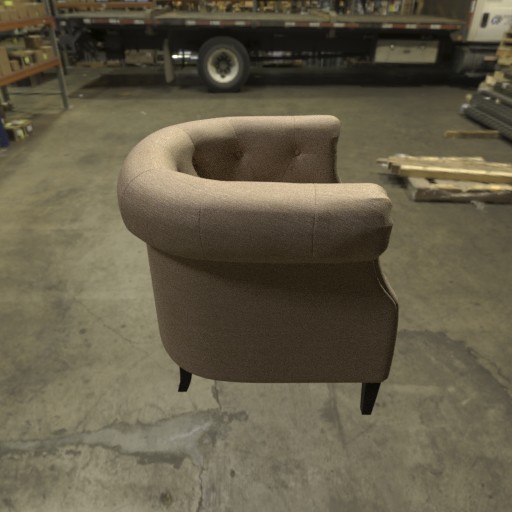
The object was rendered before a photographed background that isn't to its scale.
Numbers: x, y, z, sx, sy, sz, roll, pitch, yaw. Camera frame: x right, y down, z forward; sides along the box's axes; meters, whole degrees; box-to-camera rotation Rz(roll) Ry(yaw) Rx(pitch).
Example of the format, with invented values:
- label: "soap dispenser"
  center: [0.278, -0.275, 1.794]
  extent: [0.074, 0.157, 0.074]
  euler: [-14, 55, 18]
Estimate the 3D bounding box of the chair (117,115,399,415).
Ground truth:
- label: "chair"
  center: [0.000, 0.000, 1.595]
  extent: [0.852, 0.827, 0.905]
  euler: [0, 31, 0]
